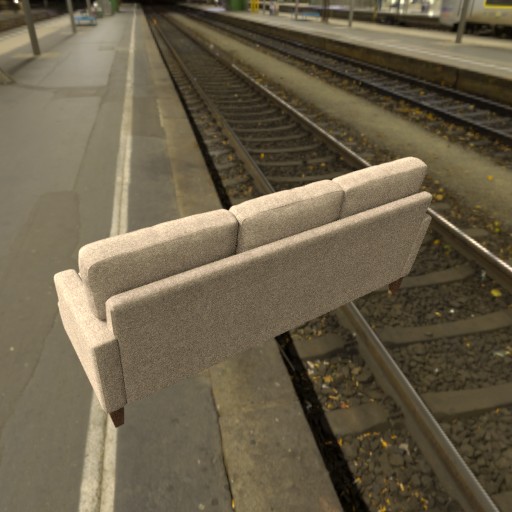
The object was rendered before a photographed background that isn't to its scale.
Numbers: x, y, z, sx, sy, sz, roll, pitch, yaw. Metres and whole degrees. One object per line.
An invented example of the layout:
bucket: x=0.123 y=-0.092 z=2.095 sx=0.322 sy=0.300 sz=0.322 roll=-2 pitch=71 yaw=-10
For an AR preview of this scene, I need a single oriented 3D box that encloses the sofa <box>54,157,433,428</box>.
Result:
sofa: x=0.000 y=0.000 z=2.599 sx=2.115 sy=0.984 sz=0.888 roll=-19 pitch=36 yaw=-29
